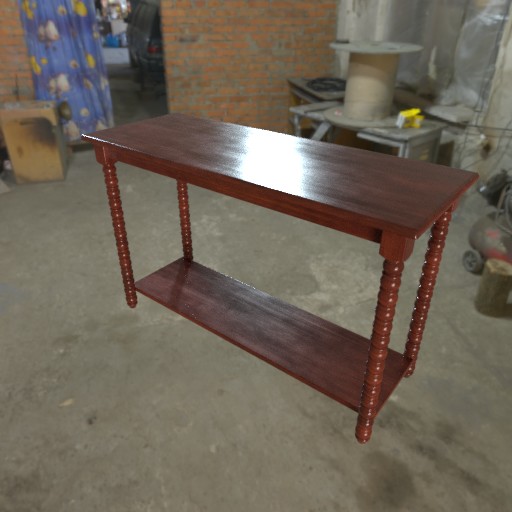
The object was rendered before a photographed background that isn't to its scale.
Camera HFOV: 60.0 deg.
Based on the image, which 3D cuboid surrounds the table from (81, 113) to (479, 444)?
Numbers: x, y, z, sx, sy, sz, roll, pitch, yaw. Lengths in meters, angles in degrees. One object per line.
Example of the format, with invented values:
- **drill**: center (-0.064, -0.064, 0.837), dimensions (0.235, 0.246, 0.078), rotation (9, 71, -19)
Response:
- **table**: center (0.000, 0.000, 1.538), dimensions (1.184, 0.740, 0.459), rotation (22, 36, 32)
